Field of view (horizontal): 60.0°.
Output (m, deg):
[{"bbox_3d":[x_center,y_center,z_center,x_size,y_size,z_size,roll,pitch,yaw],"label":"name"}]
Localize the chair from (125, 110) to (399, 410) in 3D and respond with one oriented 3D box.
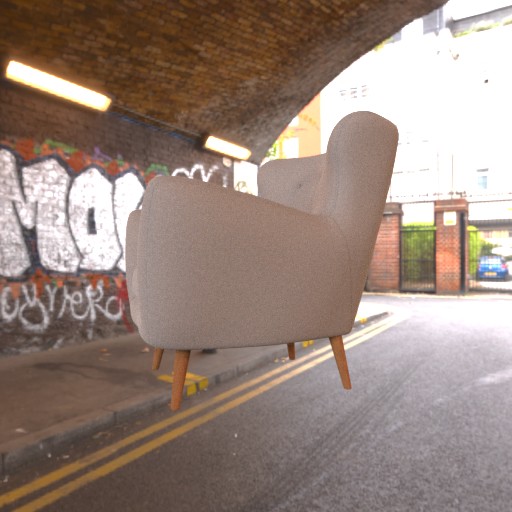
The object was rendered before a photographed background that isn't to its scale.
[{"bbox_3d":[0.000,0.000,1.623,0.889,0.889,0.890,0,0,-19],"label":"chair"}]
